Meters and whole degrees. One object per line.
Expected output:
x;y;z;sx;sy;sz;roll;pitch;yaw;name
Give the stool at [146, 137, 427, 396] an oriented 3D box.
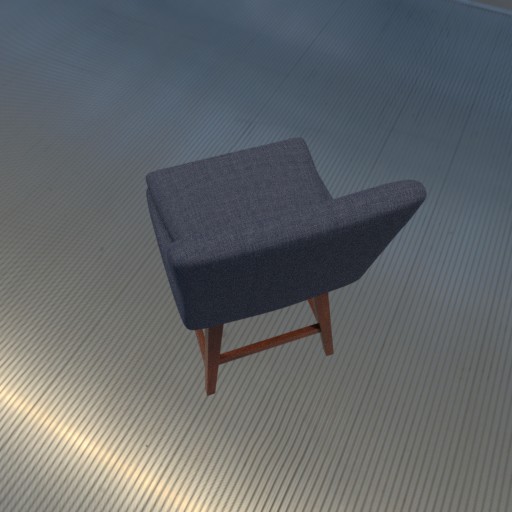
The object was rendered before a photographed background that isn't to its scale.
0.000;0.000;1.156;0.467;0.895;0.524;-16;58;-10;stool
